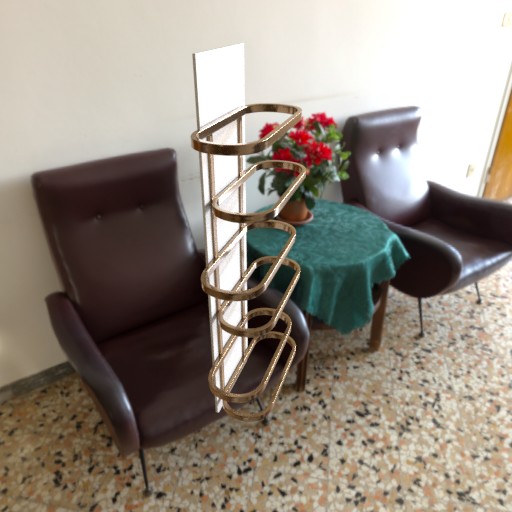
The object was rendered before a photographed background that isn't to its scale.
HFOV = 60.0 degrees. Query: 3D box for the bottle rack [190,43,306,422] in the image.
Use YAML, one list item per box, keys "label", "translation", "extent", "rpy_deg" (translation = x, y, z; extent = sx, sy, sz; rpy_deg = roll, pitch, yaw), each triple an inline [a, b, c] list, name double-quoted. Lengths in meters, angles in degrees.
- label: "bottle rack"
  translation: [0.000, 0.000, 0.834]
  extent: [0.118, 0.709, 0.332]
  rpy_deg: [10, 32, 17]
